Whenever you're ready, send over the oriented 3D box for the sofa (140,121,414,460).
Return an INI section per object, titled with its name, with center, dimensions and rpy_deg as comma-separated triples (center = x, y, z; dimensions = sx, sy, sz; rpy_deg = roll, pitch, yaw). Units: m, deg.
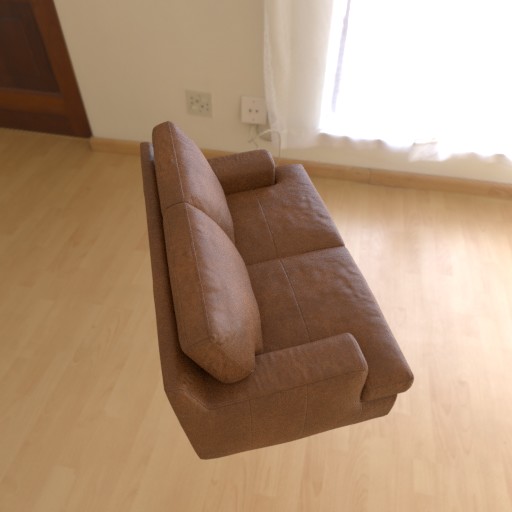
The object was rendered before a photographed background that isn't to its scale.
[sofa]
center = 0.000, 0.000, 2.567
dimensions = 1.144, 0.966, 1.880
rpy_deg = -10, 47, -9
